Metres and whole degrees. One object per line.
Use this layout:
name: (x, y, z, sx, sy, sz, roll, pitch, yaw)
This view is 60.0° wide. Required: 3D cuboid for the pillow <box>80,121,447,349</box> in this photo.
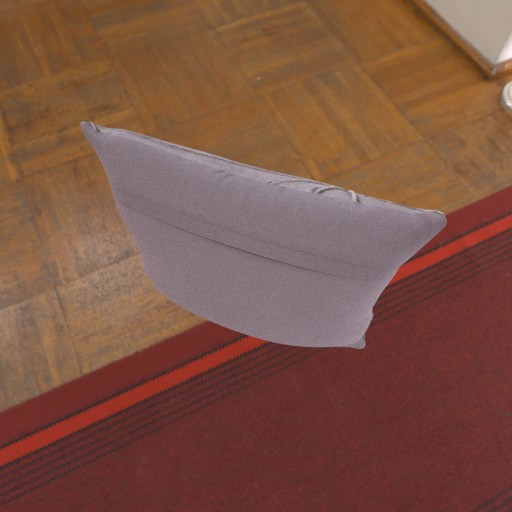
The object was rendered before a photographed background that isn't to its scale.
pillow: (0.000, 0.000, 0.679, 0.439, 0.440, 0.185, 17, 64, 9)
